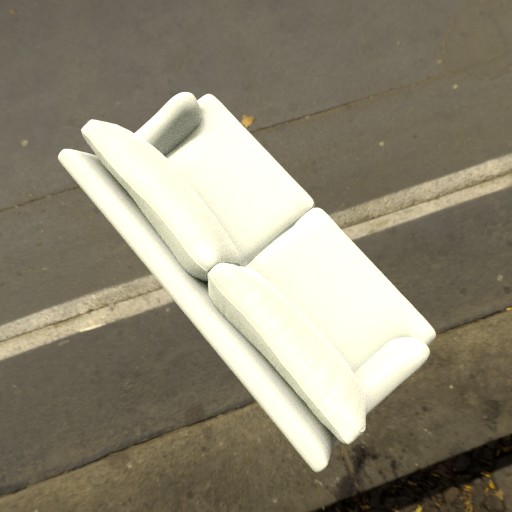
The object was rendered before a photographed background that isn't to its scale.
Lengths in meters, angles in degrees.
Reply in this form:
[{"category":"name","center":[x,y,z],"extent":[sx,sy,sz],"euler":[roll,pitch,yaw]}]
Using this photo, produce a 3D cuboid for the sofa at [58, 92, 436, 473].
[{"category":"sofa","center":[0.000,0.000,2.735],"extent":[1.069,1.096,2.193],"euler":[-40,80,-9]}]
